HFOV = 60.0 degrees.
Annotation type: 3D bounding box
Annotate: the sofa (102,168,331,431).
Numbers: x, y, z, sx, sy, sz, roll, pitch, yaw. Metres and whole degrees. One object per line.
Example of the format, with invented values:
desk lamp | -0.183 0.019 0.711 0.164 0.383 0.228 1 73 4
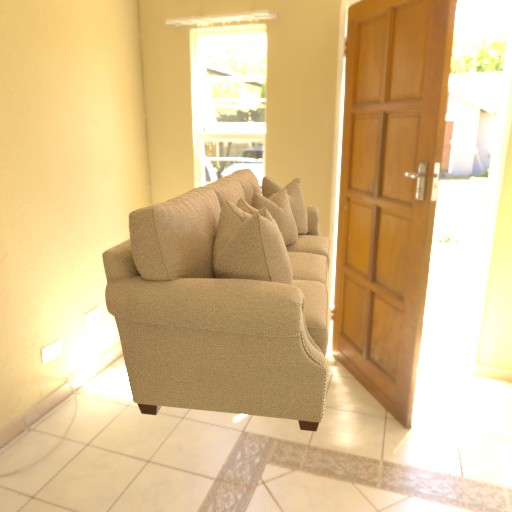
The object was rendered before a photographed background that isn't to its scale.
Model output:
sofa | 0.000 0.000 2.869 0.965 0.975 2.312 3 16 9
